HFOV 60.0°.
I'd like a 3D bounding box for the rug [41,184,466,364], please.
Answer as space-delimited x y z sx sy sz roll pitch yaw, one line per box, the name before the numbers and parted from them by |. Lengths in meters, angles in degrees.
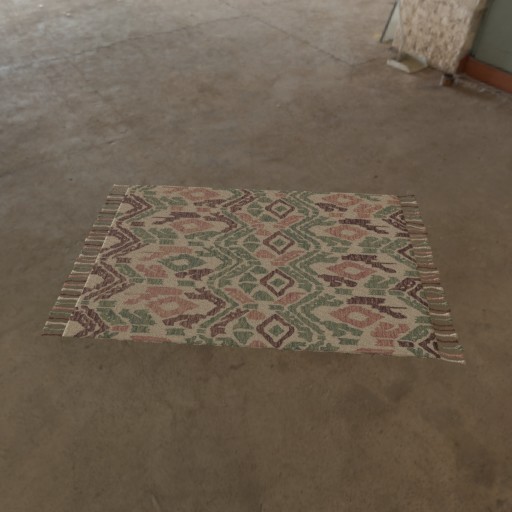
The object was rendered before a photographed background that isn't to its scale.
rug | 0.000 0.000 3.031 2.438 0.011 1.524 3 45 3
